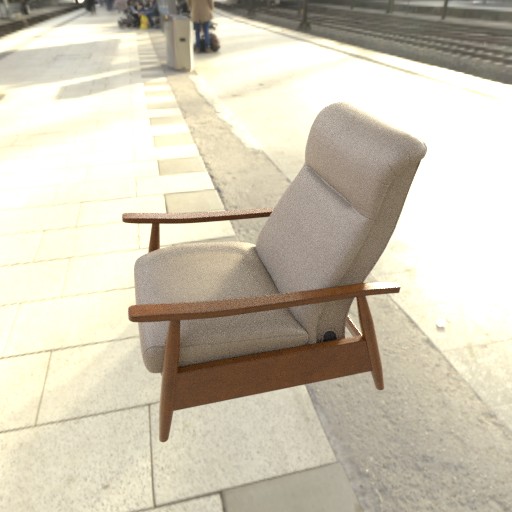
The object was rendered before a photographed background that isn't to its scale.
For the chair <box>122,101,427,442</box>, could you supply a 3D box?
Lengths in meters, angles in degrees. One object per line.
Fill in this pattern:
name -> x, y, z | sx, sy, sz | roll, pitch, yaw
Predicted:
chair -> 0.000, 0.000, 1.833 | 1.032, 1.082, 0.762 | -8, 32, -14
